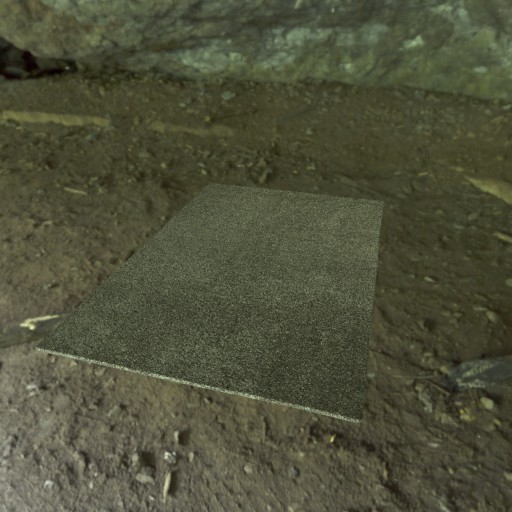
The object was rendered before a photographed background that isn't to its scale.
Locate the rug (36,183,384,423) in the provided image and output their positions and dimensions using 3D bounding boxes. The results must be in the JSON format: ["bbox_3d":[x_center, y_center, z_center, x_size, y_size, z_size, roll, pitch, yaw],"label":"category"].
[{"bbox_3d":[0.000,0.000,3.389,1.802,0.026,2.699,8,31,14],"label":"rug"}]
